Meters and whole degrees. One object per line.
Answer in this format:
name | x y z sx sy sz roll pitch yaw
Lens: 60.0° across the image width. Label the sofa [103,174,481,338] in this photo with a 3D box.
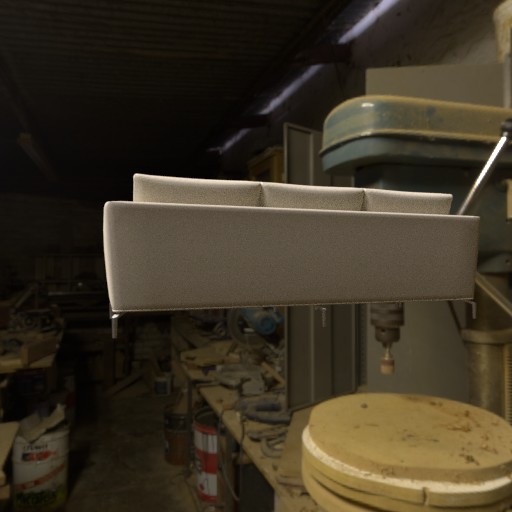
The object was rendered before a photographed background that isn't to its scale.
sofa | 0.000 0.000 3.755 2.448 0.867 2.430 0 -1 -19
